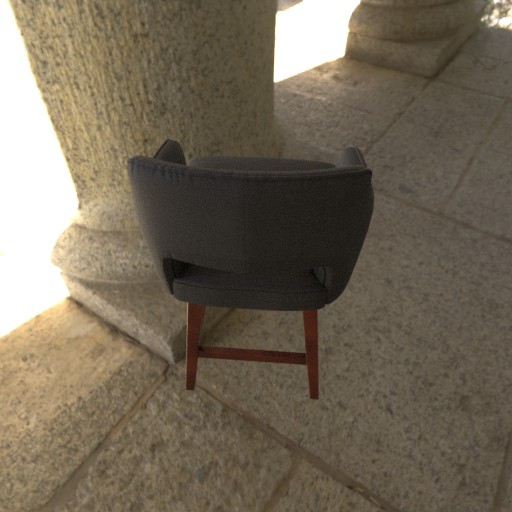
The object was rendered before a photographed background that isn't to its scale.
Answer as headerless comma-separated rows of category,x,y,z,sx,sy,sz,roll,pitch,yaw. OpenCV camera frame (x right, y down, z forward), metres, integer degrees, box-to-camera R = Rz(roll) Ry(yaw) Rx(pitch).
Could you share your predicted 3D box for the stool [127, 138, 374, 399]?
stool,0.000,0.000,1.233,0.548,0.912,0.558,3,46,3
